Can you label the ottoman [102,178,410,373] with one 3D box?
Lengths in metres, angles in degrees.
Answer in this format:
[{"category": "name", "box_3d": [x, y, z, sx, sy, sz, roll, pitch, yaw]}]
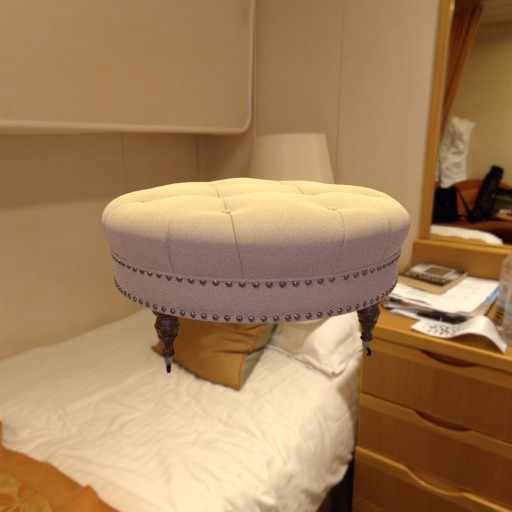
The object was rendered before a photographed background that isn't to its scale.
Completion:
[{"category": "ottoman", "box_3d": [0.000, 0.000, 1.379, 0.901, 0.439, 0.901, 0, 15, 0]}]
